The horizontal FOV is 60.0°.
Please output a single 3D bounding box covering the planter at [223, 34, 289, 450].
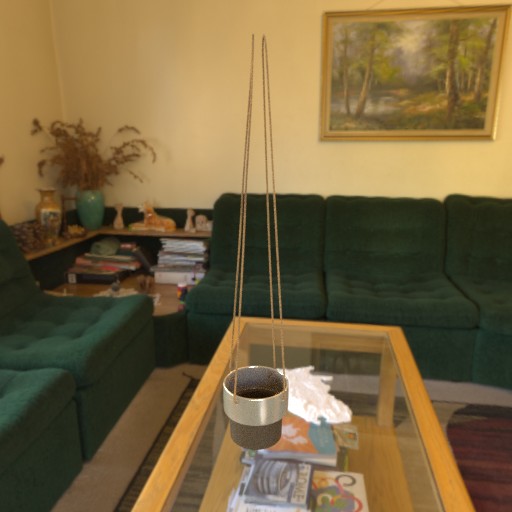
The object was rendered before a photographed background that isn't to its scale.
[{"bbox_3d":[0.000,0.000,1.170,0.187,1.073,0.187,-2,14,-8],"label":"planter"}]
